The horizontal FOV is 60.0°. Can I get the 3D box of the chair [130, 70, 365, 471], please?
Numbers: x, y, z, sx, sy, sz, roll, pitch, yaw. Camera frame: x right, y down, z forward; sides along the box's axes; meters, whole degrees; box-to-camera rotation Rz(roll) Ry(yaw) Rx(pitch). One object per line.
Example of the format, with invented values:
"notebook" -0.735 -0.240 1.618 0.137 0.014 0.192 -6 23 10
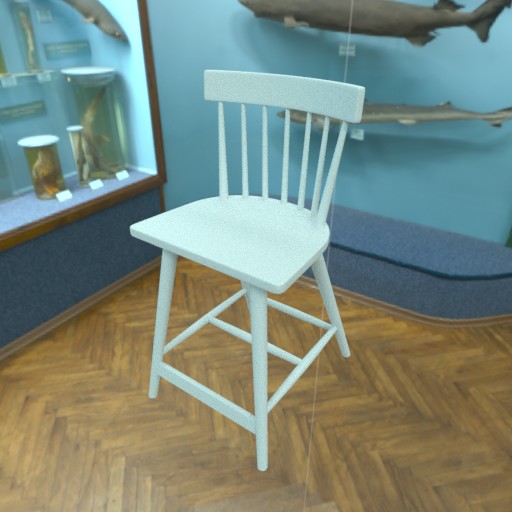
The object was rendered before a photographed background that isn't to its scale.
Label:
"chair" 0.000 0.000 1.288 0.483 0.952 0.572 20 36 30
